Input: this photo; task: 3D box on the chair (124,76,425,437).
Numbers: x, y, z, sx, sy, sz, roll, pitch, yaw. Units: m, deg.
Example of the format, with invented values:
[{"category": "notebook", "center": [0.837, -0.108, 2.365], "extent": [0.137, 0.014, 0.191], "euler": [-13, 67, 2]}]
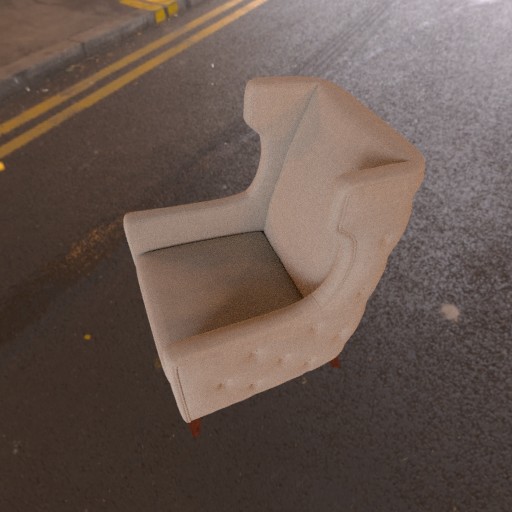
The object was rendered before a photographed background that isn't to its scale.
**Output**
[{"category": "chair", "center": [0.000, 0.000, 1.710], "extent": [0.899, 1.079, 0.778], "euler": [-16, 47, -15]}]
